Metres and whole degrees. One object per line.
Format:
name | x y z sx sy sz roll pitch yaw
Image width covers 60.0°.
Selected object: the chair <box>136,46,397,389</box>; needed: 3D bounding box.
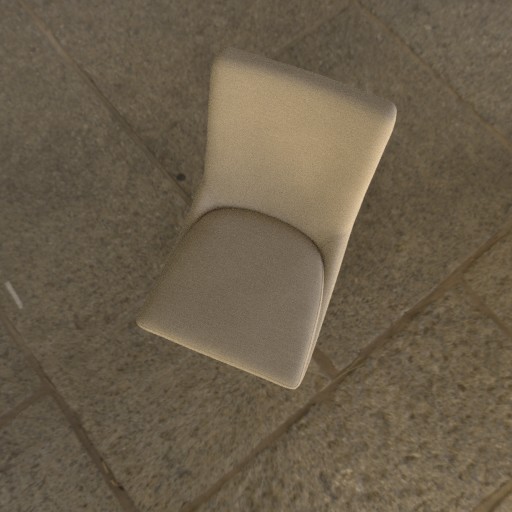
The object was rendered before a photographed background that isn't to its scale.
chair | 0.000 0.000 1.315 0.515 0.940 0.638 21 76 6
